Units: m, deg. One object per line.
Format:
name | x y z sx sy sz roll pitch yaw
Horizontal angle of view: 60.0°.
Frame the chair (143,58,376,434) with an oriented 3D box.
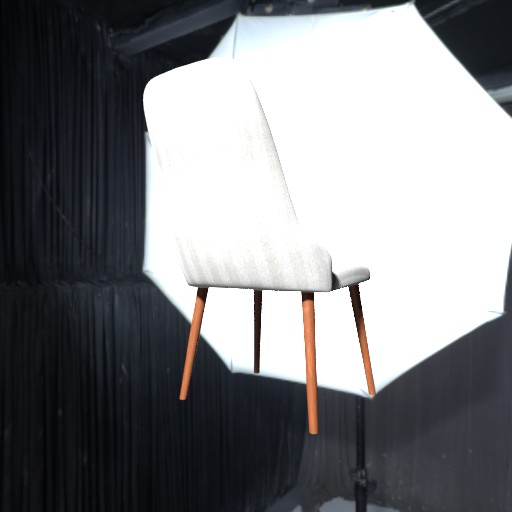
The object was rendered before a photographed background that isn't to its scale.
chair | 0.000 0.000 1.350 0.526 0.917 0.684 0 -1 36
